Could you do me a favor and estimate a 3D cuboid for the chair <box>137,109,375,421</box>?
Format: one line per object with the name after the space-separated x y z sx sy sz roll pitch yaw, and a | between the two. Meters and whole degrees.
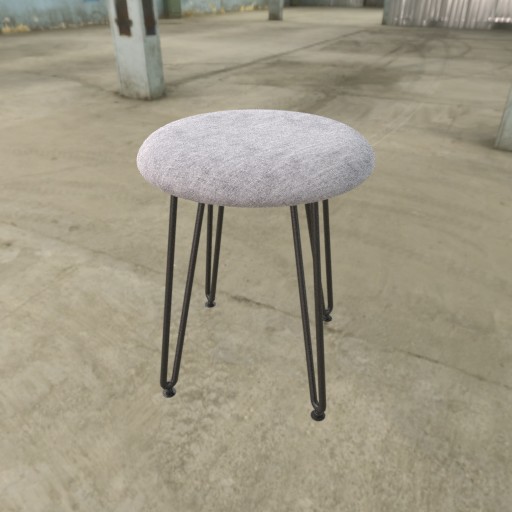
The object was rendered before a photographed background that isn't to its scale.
0.000 0.000 0.670 0.350 0.386 0.350 -19 36 -29 | chair
